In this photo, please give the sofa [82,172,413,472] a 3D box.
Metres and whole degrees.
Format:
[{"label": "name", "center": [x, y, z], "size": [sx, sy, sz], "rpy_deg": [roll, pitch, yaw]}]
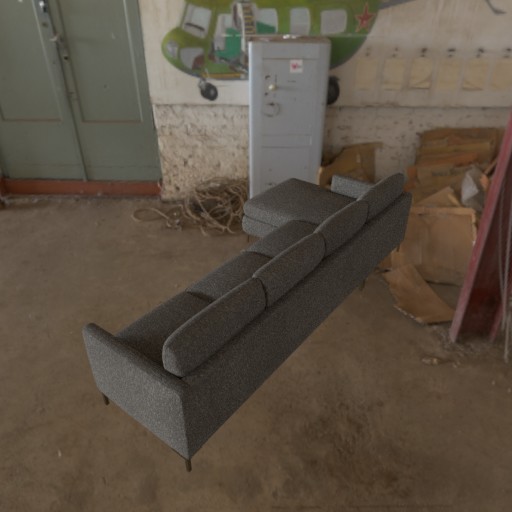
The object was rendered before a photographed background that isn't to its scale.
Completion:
[{"label": "sofa", "center": [0.000, 0.000, 3.443], "size": [1.350, 0.810, 2.932], "rpy_deg": [22, 38, 31]}]
